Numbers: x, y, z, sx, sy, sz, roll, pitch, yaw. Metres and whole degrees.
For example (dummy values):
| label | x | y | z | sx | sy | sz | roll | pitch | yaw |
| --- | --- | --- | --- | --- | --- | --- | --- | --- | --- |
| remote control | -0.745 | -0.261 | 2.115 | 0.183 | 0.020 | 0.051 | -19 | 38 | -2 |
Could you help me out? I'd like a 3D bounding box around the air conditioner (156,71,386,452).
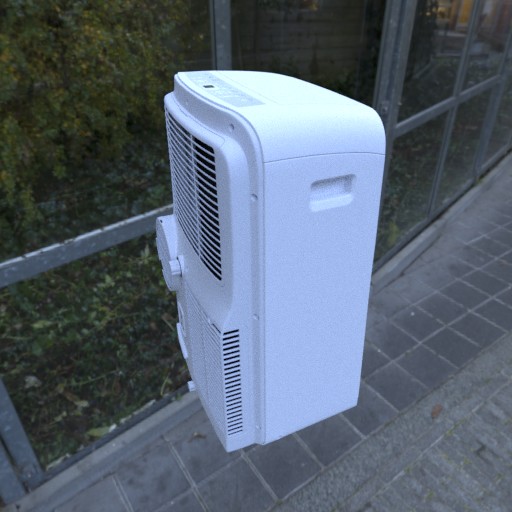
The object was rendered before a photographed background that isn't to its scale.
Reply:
| label | x | y | z | sx | sy | sz | roll | pitch | yaw |
| --- | --- | --- | --- | --- | --- | --- | --- | --- | --- |
| air conditioner | 0.000 | 0.000 | 0.946 | 0.365 | 0.700 | 0.454 | -12 | 34 | -19 |
